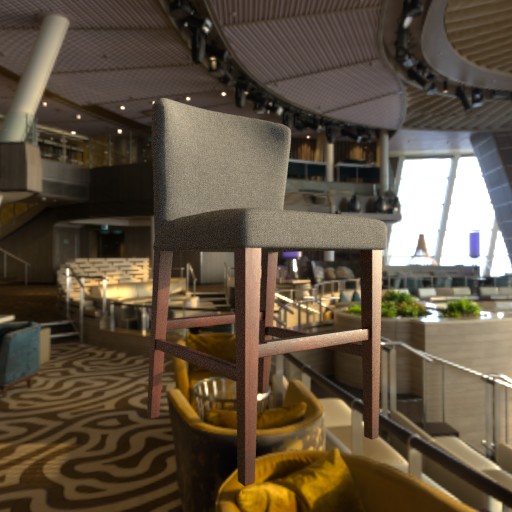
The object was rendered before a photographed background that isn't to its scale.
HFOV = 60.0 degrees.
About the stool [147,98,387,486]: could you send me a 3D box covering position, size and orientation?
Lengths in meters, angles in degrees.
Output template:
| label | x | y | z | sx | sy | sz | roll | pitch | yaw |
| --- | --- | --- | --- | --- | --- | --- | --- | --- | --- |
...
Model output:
| label | x | y | z | sx | sy | sz | roll | pitch | yaw |
| --- | --- | --- | --- | --- | --- | --- | --- | --- | --- |
| stool | 0.000 | 0.000 | 1.263 | 0.479 | 0.968 | 0.568 | 0 | 0 | -36 |
